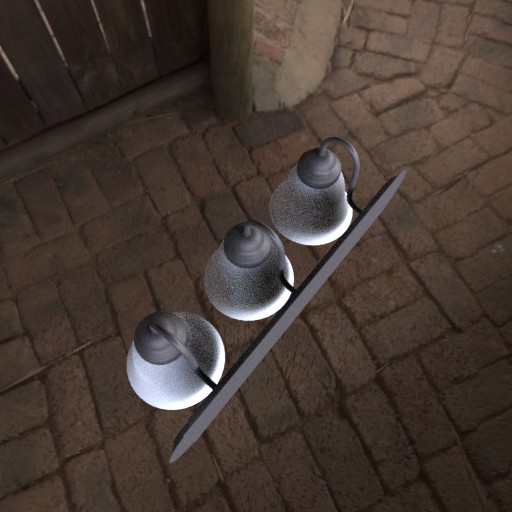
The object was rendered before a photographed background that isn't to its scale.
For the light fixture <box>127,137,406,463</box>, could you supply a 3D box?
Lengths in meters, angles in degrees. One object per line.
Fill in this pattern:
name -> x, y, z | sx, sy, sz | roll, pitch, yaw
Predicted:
light fixture -> 0.000, 0.000, 0.708 | 0.199, 0.222, 0.610 | 36, 69, 16
